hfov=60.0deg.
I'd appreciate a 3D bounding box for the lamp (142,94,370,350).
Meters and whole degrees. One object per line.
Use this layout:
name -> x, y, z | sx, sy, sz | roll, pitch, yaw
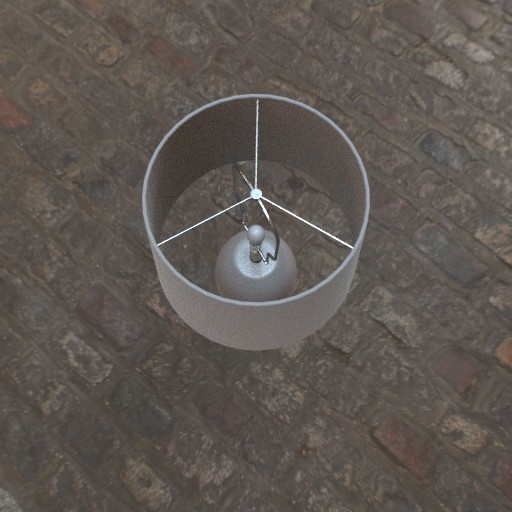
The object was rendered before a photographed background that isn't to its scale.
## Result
lamp -> 0.000, 0.000, 0.672 | 0.285, 0.483, 0.285 | 0, 75, 0
